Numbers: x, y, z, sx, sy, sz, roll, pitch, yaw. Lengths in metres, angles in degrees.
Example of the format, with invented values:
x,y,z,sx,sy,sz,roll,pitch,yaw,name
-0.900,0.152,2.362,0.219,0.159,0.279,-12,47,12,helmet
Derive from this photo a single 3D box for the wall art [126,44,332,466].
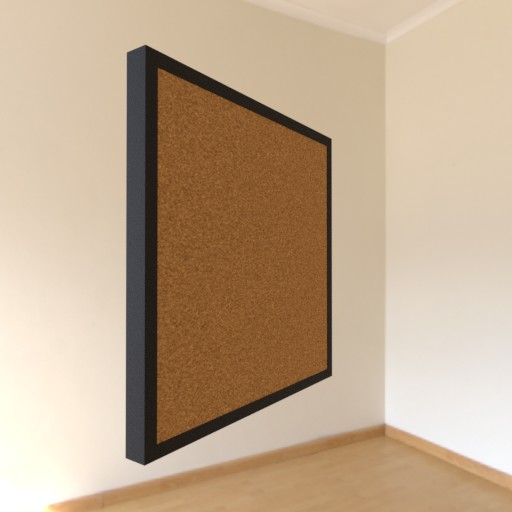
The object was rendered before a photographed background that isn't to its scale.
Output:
x,y,z,sx,sy,sz,roll,pitch,yaw,name
0.000,0.000,0.746,0.036,0.503,0.506,0,-1,36,wall art
